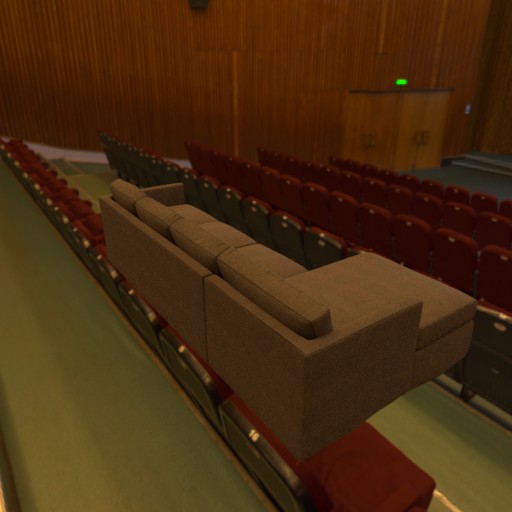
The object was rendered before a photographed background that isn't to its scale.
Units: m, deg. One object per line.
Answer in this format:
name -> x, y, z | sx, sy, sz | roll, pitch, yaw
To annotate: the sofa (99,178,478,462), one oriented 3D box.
sofa -> 0.000, 0.000, 3.825 | 1.650, 0.922, 3.205 | -17, 29, -32
